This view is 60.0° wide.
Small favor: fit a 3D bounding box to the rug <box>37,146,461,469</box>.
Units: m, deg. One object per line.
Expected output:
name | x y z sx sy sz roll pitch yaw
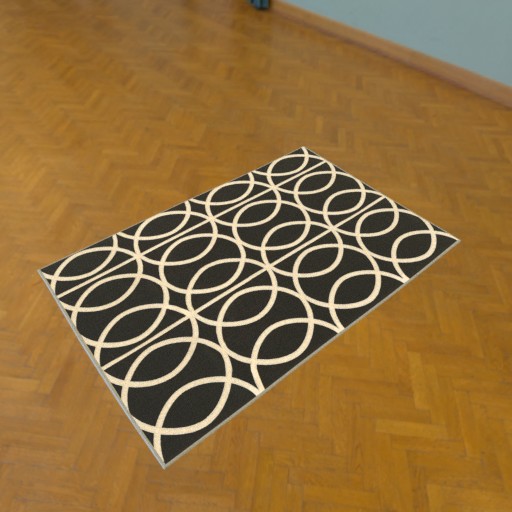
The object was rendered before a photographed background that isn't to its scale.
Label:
rug | 0.000 0.000 2.844 2.294 0.014 1.528 -30 53 -26
